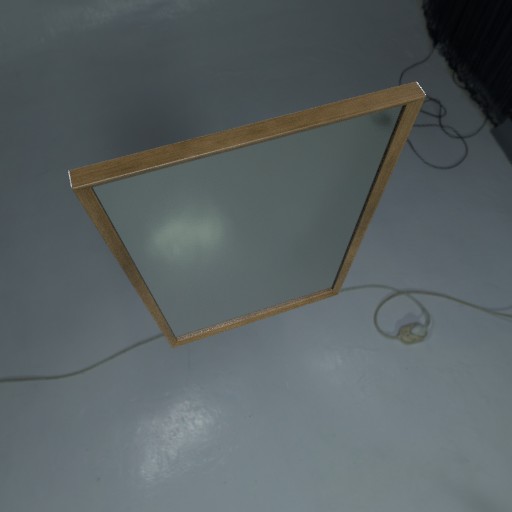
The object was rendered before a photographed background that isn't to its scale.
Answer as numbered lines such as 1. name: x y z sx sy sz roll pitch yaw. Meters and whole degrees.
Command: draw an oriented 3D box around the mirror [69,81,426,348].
1. mirror: 0.000 0.000 1.138 0.609 0.915 0.041 -17 64 -8
